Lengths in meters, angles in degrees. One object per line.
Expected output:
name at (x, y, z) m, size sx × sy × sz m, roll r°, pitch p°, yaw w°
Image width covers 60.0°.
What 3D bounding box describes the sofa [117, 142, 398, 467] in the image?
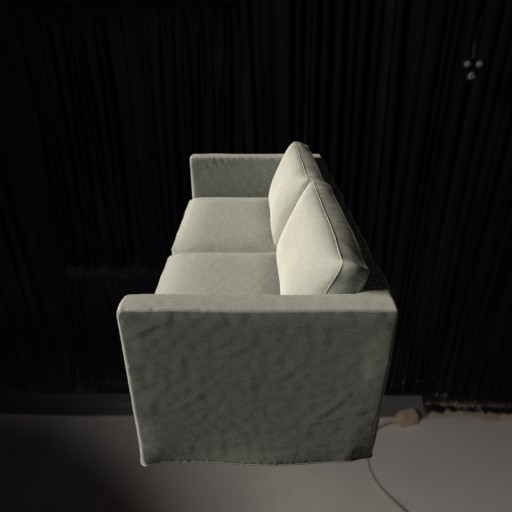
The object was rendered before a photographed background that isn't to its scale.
sofa at (0.000, 0.000, 2.418) m, size 0.940 × 0.870 × 1.987 m, roll 0°, pitch 28°, yaw 0°
